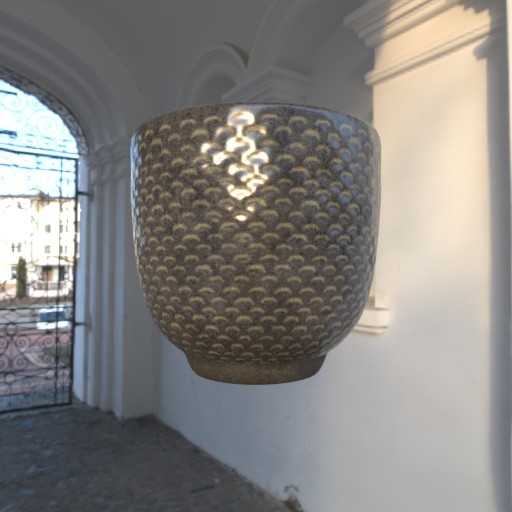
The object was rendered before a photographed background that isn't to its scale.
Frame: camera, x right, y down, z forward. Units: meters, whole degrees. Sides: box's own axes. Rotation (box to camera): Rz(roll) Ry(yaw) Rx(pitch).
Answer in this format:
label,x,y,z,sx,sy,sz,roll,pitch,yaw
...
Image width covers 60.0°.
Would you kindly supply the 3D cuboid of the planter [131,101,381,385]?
label,x,y,z,sx,sy,sz,roll,pitch,yaw
planter,0.000,0.000,0.315,0.172,0.160,0.172,0,-1,0
